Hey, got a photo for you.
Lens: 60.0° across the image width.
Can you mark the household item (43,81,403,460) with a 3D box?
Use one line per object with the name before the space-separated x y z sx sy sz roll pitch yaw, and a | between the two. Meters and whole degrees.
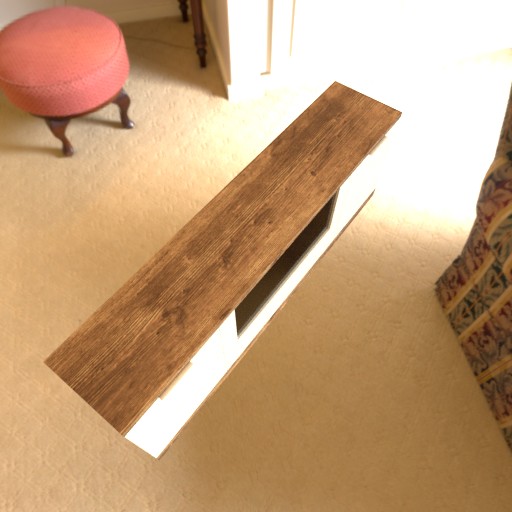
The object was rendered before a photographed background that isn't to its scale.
household item | 0.000 0.000 2.034 0.390 0.615 1.800 33 64 18
